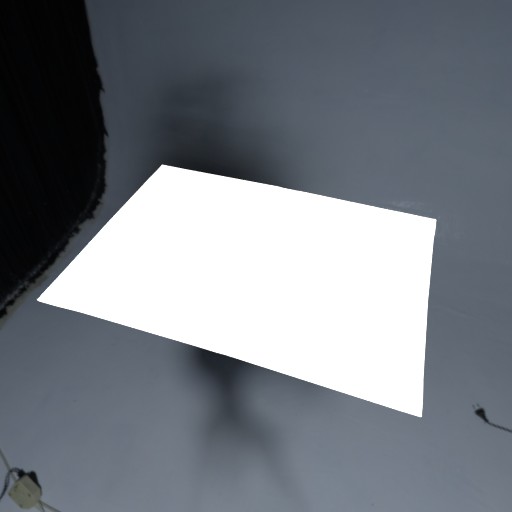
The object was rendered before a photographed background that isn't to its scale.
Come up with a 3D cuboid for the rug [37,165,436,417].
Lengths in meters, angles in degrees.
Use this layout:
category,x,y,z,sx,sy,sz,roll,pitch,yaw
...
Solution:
category,x,y,z,sx,sy,sz,roll,pitch,yaw
rug,0.000,0.000,3.760,2.869,0.038,2.032,14,45,14
